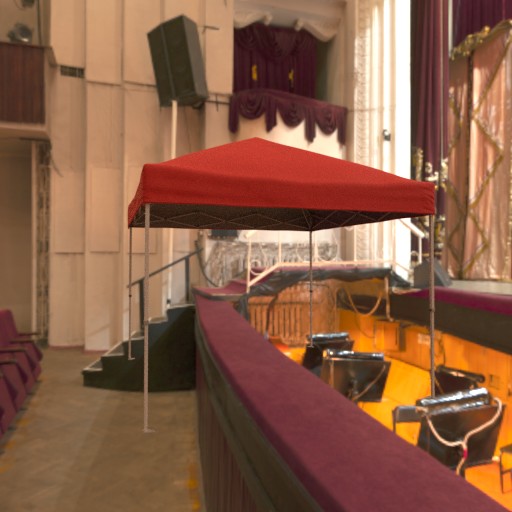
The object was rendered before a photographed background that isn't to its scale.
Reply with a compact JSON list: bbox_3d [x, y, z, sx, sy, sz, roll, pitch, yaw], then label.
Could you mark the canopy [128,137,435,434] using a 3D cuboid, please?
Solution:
[{"bbox_3d":[0.000,0.000,5.573,2.996,2.997,2.998,0,-1,-18],"label":"canopy"}]
